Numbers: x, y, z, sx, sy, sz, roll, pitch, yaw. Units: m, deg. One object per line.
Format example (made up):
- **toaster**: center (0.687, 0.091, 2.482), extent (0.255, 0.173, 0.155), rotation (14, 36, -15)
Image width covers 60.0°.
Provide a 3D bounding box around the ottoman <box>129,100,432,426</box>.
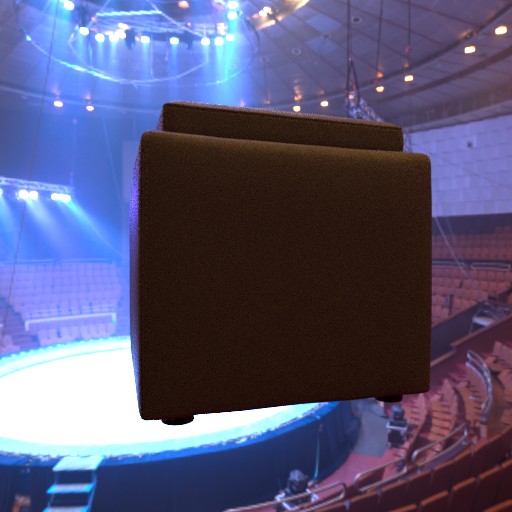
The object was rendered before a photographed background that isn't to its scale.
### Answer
- **ottoman**: center (0.000, 0.000, 0.827), extent (0.450, 0.460, 0.451), rotation (0, -1, -17)
